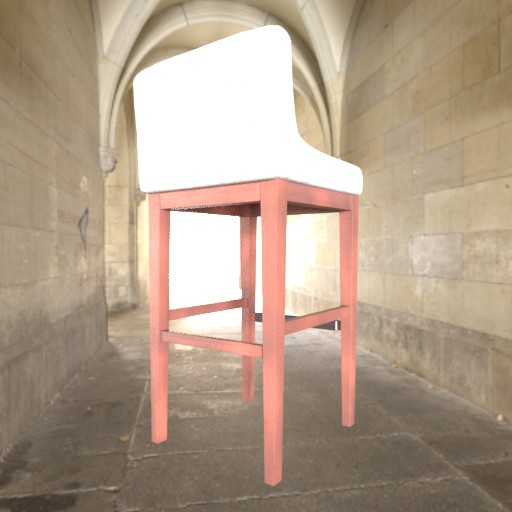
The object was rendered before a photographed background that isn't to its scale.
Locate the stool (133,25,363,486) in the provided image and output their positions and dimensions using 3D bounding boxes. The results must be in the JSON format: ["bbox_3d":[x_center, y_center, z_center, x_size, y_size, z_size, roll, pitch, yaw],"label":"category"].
[{"bbox_3d":[0.000,0.000,1.201,0.426,0.965,0.499,0,0,36],"label":"stool"}]
